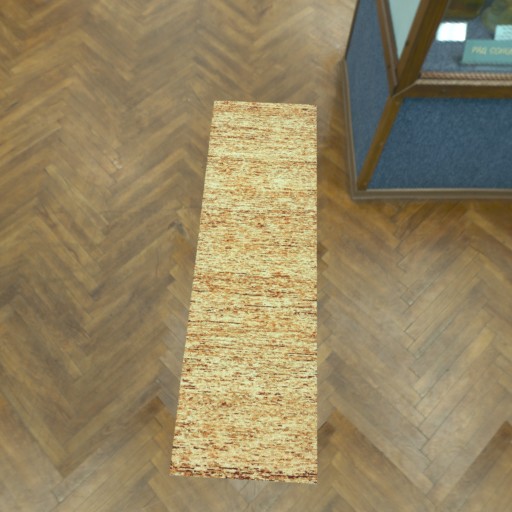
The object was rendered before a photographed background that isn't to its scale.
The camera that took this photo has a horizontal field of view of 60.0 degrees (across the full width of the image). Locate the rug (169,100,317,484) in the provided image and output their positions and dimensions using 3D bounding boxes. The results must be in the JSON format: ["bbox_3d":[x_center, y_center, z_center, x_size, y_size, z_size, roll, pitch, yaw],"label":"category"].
[{"bbox_3d":[0.000,0.000,2.477,0.680,0.014,2.237,3,65,1],"label":"rug"}]
